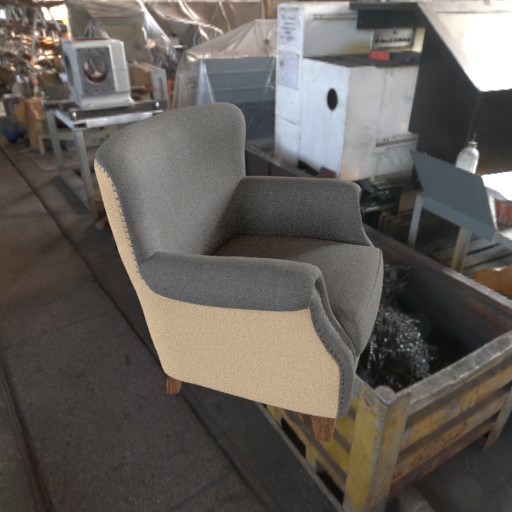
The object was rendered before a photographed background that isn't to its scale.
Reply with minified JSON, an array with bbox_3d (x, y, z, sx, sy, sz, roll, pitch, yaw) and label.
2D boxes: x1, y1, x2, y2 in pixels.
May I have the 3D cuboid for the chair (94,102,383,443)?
[{"bbox_3d":[0.000,0.000,1.639,0.921,0.936,0.861,11,32,18],"label":"chair"}]
